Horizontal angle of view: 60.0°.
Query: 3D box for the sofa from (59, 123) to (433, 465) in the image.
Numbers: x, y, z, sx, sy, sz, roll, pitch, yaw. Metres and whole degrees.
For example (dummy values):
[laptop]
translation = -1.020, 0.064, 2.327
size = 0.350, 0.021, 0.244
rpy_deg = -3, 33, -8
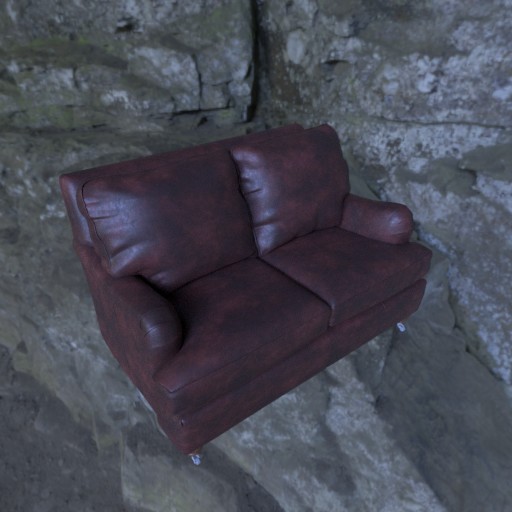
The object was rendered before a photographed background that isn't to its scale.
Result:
[sofa]
translation = 0.000, 0.000, 2.333
size = 1.628, 1.070, 1.148
rpy_deg = -22, 38, -31
